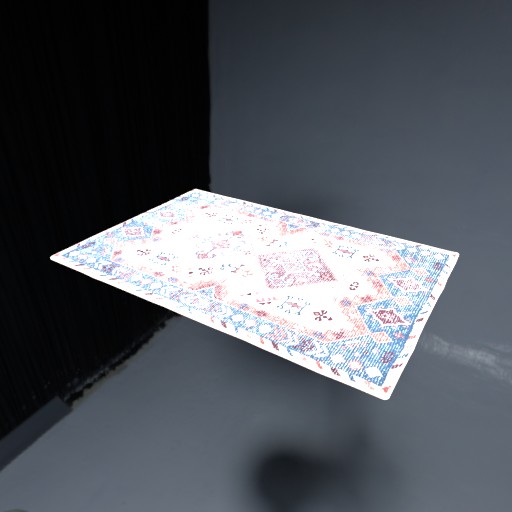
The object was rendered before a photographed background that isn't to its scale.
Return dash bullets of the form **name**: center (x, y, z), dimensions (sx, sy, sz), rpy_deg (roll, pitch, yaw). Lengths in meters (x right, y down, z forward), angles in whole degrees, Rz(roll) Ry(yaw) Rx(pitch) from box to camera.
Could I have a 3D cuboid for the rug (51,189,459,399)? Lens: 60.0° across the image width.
- **rug**: center (0.000, 0.000, 2.377), dimensions (1.840, 0.015, 1.225), rpy_deg (17, 33, 28)
